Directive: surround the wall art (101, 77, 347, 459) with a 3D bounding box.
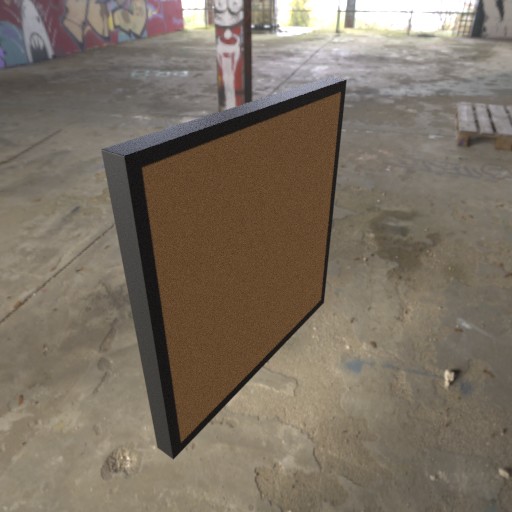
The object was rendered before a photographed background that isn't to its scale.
[{"bbox_3d":[0.000,0.000,0.765,0.037,0.506,0.506,21,37,30],"label":"wall art"}]
